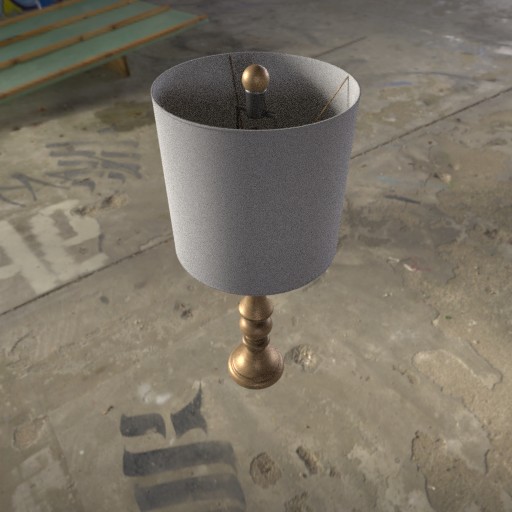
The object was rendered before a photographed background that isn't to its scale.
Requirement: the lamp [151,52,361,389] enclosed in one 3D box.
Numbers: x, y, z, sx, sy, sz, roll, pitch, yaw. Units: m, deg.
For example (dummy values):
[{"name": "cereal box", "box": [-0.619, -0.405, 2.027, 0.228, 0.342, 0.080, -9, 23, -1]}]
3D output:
[{"name": "lamp", "box": [0.000, 0.000, 0.718, 0.250, 0.597, 0.250, -12, 43, -13]}]
